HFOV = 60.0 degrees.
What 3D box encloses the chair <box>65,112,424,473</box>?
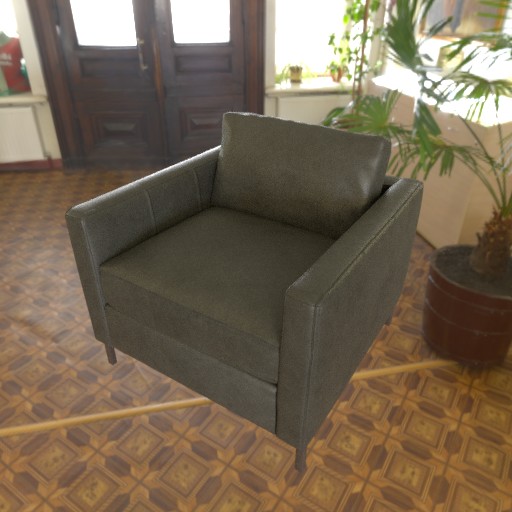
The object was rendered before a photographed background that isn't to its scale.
[{"bbox_3d":[0.000,0.000,1.511,0.967,0.824,0.861,18,36,28],"label":"chair"}]
